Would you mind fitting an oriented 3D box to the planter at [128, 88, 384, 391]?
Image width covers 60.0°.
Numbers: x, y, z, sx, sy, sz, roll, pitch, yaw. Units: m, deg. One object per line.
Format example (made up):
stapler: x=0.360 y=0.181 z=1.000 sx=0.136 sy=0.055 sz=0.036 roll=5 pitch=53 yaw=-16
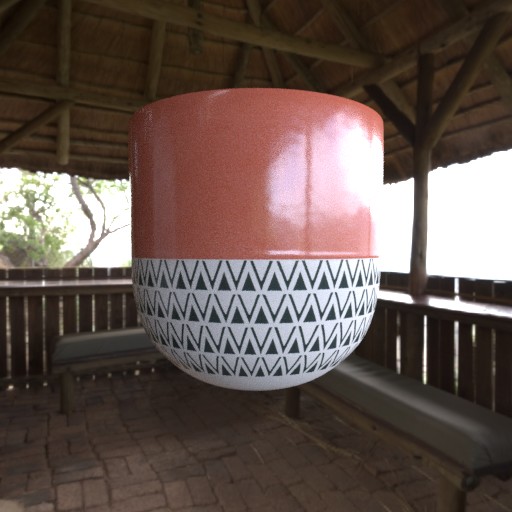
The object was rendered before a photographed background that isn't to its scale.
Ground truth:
planter: x=0.000 y=0.000 z=0.483 sx=0.266 sy=0.270 sz=0.266 roll=0 pitch=1 yaw=0
